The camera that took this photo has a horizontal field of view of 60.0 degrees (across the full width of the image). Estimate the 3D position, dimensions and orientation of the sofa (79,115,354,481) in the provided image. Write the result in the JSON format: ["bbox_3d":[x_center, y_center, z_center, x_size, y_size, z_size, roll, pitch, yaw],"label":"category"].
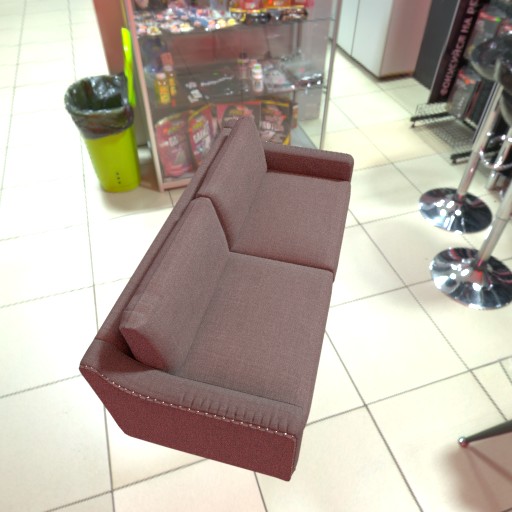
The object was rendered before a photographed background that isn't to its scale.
[{"bbox_3d":[0.000,0.000,2.733,1.000,0.857,2.208,11,46,10],"label":"sofa"}]
